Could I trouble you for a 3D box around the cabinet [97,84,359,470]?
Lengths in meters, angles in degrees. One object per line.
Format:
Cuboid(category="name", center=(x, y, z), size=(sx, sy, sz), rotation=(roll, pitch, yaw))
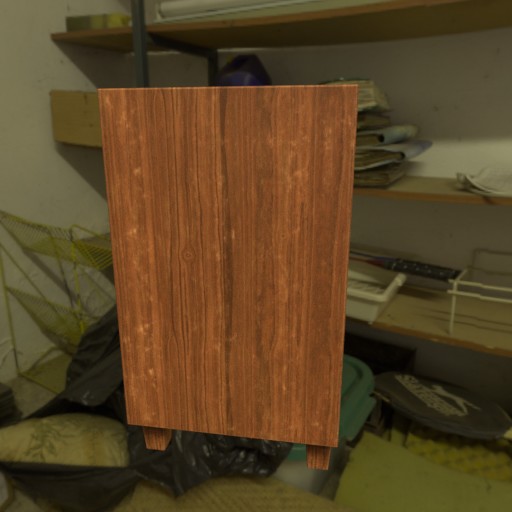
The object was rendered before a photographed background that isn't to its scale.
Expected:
Cuboid(category="cabinet", center=(0.000, 0.000, 1.046), size=(0.410, 0.695, 0.607), rotation=(3, 16, 9))
